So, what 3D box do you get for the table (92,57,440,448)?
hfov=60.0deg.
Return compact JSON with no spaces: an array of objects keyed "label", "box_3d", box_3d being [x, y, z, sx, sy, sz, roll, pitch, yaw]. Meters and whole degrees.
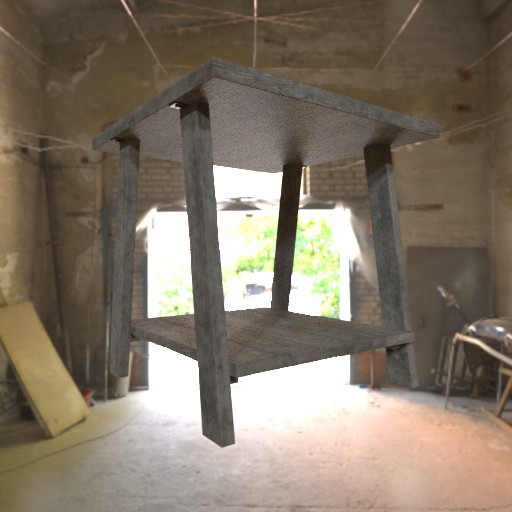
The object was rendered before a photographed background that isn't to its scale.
[{"label":"table","box_3d":[0.000,0.000,1.094,0.610,0.610,0.610,-1,1,-37]}]
